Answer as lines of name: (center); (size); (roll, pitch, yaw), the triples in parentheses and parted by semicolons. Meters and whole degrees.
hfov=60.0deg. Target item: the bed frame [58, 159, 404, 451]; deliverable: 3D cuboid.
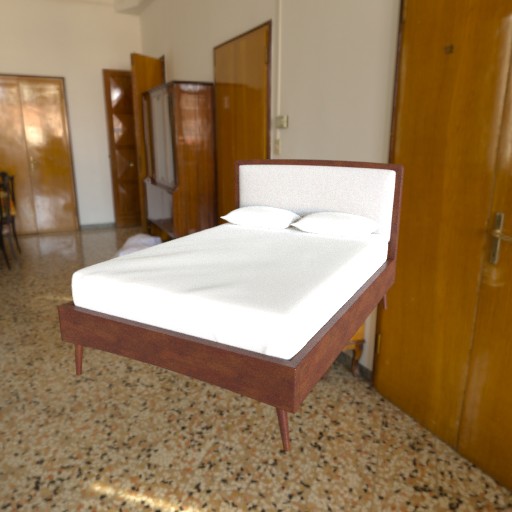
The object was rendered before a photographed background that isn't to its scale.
bed frame: (0.000, 0.000, 3.228); (1.587, 1.279, 2.171); (8, 17, 28)
